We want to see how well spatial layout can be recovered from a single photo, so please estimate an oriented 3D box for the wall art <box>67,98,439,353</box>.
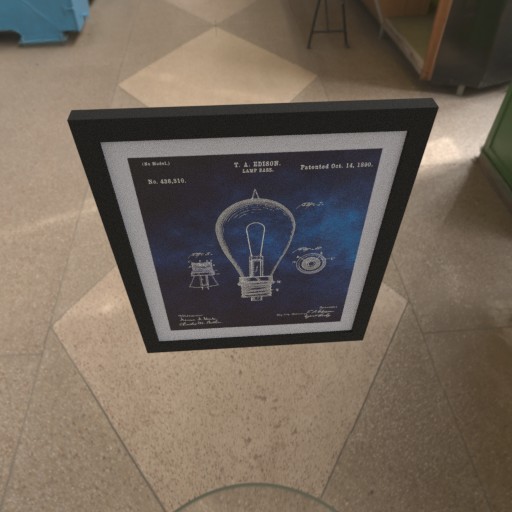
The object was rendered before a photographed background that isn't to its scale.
[{"bbox_3d":[0.000,0.000,0.701,0.428,0.505,0.023,-3,47,-3],"label":"wall art"}]
